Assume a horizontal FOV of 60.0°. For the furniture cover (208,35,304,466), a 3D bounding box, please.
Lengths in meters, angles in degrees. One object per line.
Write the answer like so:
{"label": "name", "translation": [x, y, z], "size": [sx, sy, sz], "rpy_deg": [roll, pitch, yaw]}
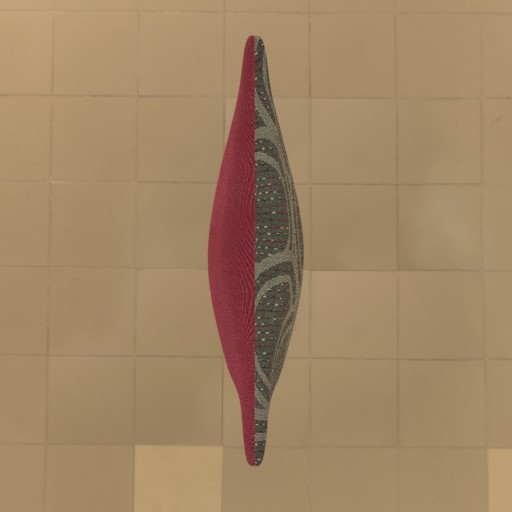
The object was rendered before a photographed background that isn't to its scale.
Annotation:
{"label": "furniture cover", "translation": [0.000, 0.000, 0.777], "size": [0.163, 0.513, 0.514], "rpy_deg": [0, 88, 0]}
